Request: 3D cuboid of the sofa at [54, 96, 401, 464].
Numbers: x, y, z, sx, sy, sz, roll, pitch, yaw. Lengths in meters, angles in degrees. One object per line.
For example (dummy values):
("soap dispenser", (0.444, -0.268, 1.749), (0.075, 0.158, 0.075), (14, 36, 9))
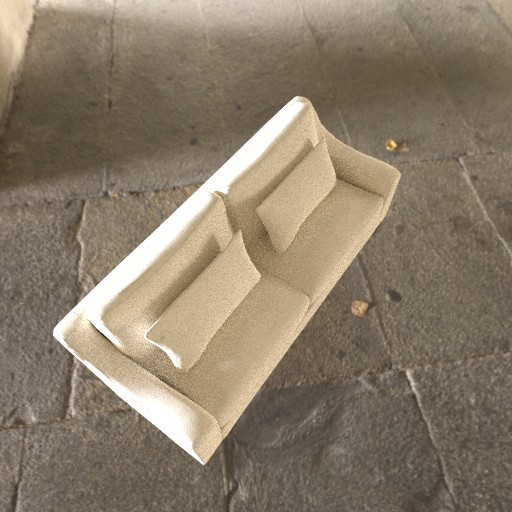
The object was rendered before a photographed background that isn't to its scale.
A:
("sofa", (0.000, 0.000, 3.083), (1.009, 1.022, 2.470), (32, 63, 18))
